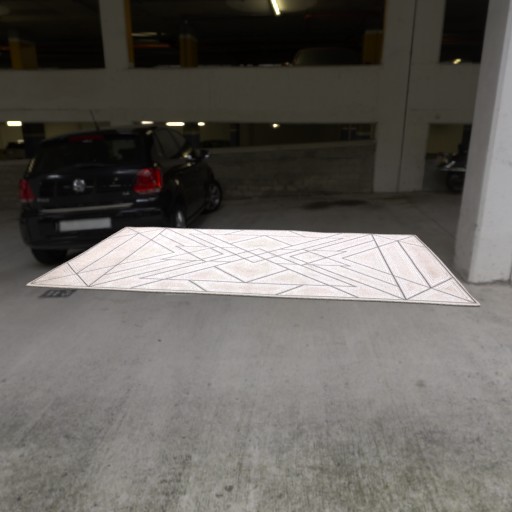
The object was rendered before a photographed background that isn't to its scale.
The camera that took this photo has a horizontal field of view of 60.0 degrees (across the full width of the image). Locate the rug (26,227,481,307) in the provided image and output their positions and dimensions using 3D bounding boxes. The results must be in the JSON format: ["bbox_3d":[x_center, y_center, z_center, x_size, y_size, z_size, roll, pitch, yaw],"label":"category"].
[{"bbox_3d":[0.000,0.000,1.077,0.869,0.008,0.511,2,17,7],"label":"rug"}]
